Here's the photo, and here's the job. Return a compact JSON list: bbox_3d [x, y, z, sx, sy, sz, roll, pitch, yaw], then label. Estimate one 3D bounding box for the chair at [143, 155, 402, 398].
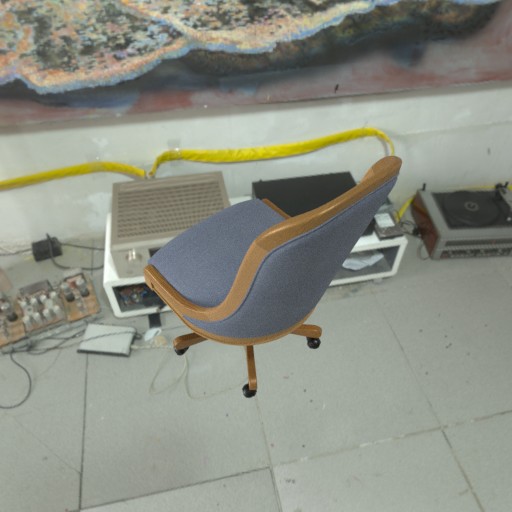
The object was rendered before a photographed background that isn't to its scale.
[{"bbox_3d":[0.000,0.000,1.501,0.605,1.031,0.735,-33,55,-27],"label":"chair"}]
